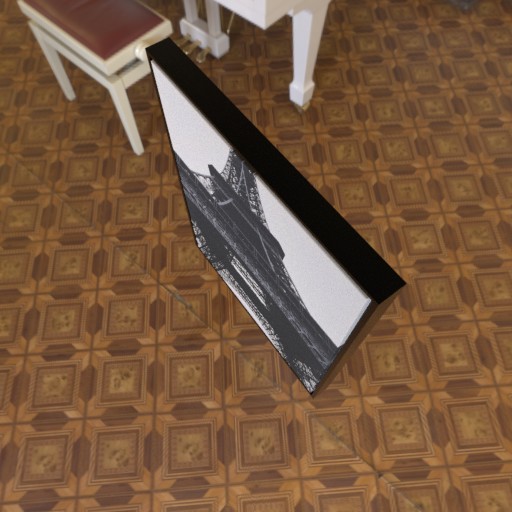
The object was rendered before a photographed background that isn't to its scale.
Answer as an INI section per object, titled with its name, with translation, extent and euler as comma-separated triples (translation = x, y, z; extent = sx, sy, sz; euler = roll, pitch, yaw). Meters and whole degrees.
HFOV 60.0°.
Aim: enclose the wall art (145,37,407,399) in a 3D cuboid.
[wall art]
translation = 0.000, 0.000, 0.760
extent = 0.039, 0.553, 0.451
euler = -33, 68, -16
